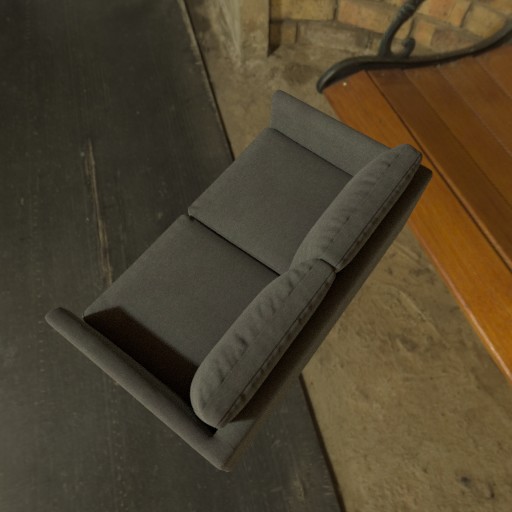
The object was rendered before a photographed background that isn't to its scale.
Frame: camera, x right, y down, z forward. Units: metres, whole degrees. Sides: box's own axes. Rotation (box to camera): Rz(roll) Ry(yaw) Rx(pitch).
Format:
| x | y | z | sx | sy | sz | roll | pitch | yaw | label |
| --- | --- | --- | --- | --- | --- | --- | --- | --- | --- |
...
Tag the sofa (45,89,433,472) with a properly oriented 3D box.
| x | y | z | sx | sy | sz | roll | pitch | yaw | label |
| --- | --- | --- | --- | --- | --- | --- | --- | --- | --- |
| 0.000 | 0.000 | 2.467 | 1.091 | 0.845 | 1.909 | 34 | 68 | 16 | sofa |
